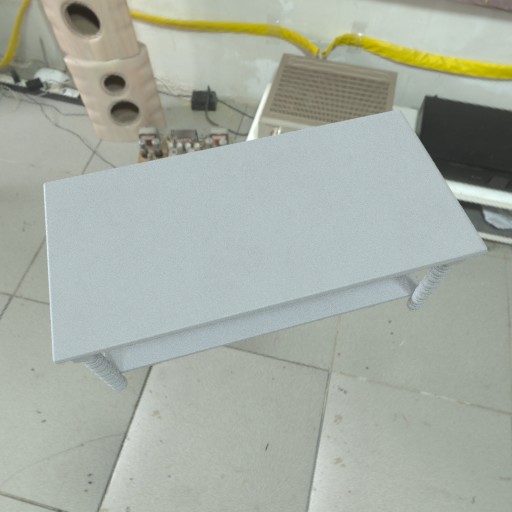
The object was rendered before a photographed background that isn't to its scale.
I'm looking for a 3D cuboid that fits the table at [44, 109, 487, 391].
[{"bbox_3d":[0.000,0.000,1.483,1.171,0.487,0.580,-14,61,-8],"label":"table"}]
